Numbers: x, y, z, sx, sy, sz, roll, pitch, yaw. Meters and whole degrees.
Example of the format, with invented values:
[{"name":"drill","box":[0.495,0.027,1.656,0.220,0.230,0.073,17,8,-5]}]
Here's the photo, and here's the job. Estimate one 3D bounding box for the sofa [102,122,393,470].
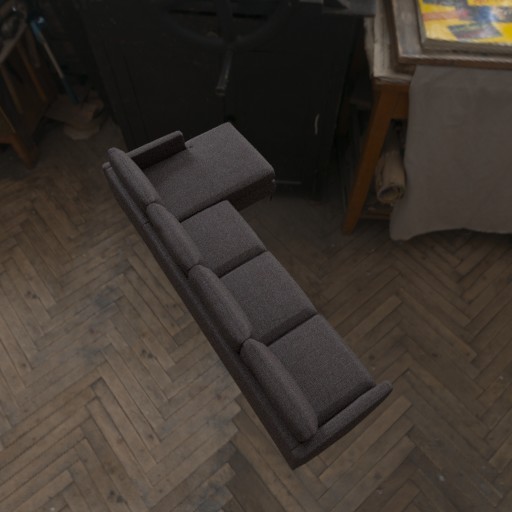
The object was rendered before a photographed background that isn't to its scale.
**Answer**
[{"name":"sofa","box":[0.000,0.000,3.978,1.483,0.892,3.221,-30,63,-17]}]
